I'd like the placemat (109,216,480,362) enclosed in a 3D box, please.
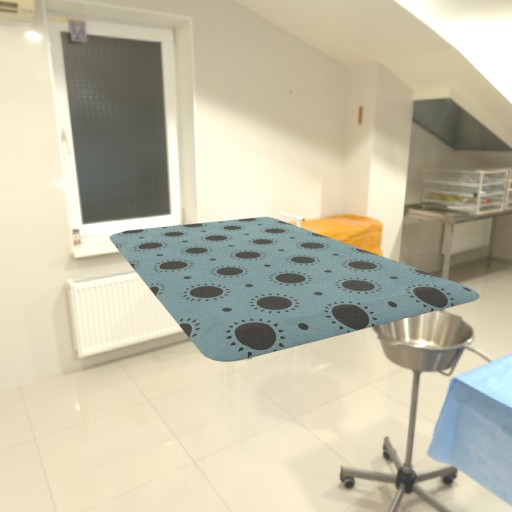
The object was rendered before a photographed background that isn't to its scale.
[{"bbox_3d":[0.000,0.000,0.970,0.508,0.021,0.762,-8,18,-26],"label":"placemat"}]
